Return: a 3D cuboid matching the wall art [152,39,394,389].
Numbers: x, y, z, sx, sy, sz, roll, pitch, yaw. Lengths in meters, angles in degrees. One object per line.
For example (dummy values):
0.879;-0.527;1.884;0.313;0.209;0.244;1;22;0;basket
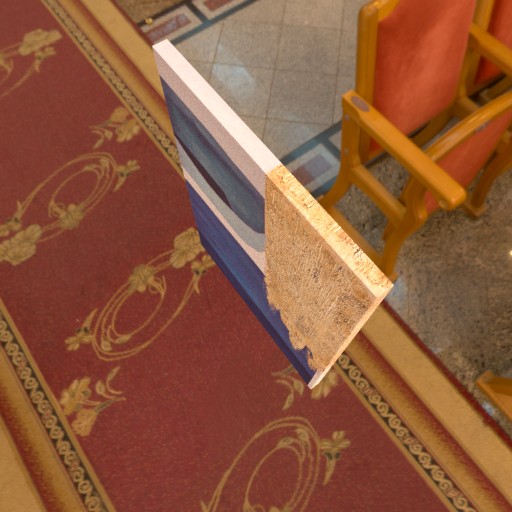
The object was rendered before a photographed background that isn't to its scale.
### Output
0.000;0.000;0.818;0.026;0.613;0.458;-34;69;-15;wall art
